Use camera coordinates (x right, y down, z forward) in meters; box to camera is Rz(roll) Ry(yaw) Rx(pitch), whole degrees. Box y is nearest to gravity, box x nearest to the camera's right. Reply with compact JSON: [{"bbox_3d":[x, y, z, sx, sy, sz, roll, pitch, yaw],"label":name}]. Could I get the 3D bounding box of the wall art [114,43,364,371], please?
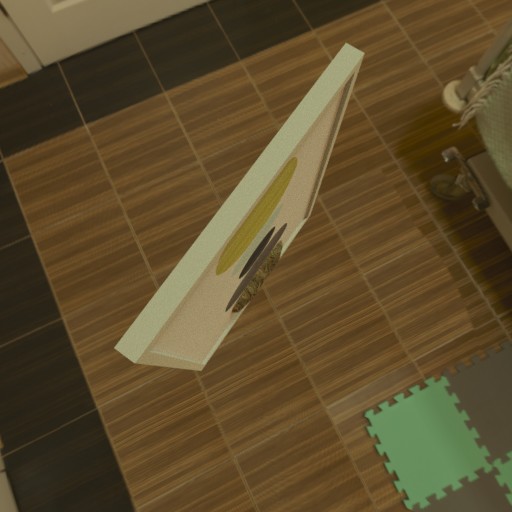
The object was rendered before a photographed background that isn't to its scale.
[{"bbox_3d":[0.000,0.000,1.043,0.055,0.763,0.611,34,77,9],"label":"wall art"}]
